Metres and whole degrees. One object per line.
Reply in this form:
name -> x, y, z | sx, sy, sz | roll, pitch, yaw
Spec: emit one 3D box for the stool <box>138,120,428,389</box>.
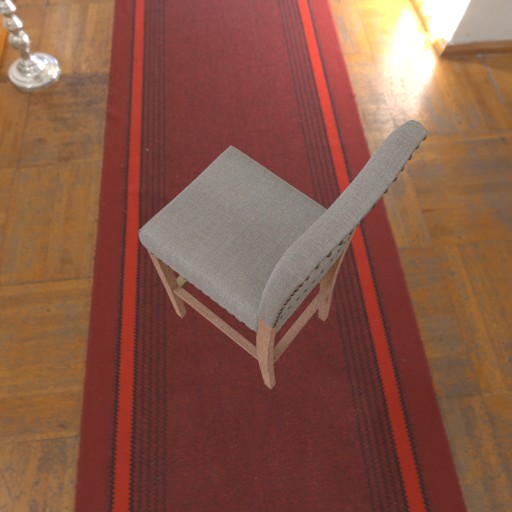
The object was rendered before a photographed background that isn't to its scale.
stool -> 0.000, 0.000, 1.439 | 0.585, 1.203, 0.445 | 36, 69, 17
